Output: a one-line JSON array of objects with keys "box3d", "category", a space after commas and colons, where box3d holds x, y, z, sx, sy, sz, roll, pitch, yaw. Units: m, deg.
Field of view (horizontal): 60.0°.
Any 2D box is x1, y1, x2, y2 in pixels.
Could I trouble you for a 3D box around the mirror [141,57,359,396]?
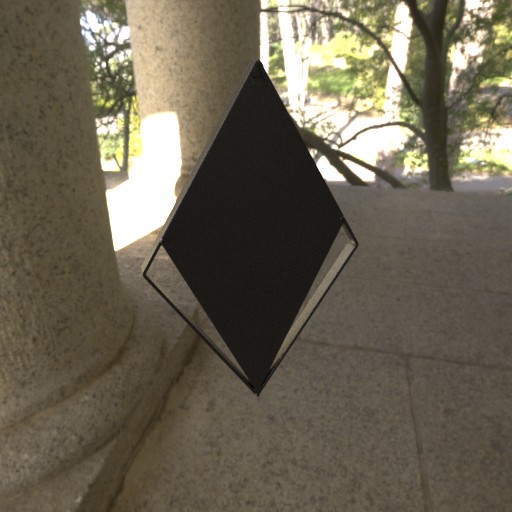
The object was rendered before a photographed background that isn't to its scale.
[{"box3d": [0.000, 0.000, 0.831, 0.419, 0.679, 0.032, -8, 28, -15], "category": "mirror"}]
